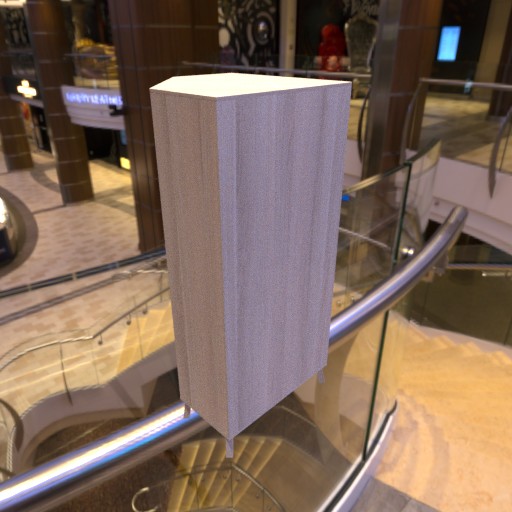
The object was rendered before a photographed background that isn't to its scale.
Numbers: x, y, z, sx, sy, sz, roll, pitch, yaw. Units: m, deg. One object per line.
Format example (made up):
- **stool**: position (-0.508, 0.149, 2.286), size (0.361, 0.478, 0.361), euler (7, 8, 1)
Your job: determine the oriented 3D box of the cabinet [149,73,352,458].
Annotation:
- **cabinet**: position (0.000, 0.000, 2.669), size (0.969, 1.957, 1.272), euler (0, 26, 0)
